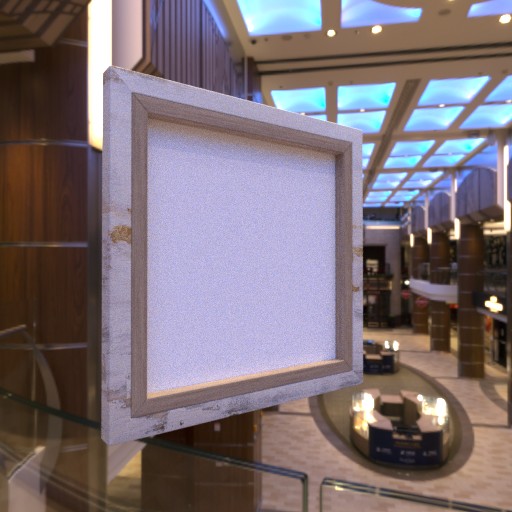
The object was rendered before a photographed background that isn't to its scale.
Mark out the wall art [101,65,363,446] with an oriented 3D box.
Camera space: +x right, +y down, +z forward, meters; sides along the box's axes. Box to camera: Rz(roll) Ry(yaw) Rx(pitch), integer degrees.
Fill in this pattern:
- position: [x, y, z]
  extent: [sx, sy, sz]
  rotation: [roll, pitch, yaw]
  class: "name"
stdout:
- position: [0.000, 0.000, 0.906]
  extent: [0.611, 0.613, 0.040]
  rotation: [0, -1, -36]
  class: "wall art"
